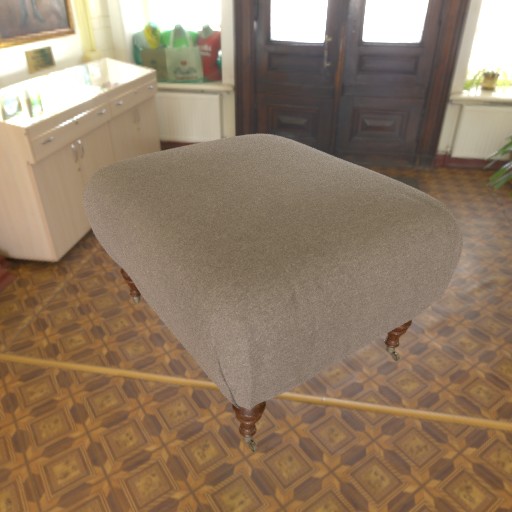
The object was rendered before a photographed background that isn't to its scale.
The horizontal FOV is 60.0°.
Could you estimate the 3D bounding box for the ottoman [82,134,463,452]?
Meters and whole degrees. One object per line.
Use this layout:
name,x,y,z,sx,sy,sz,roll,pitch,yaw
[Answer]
ottoman,0.000,0.000,1.098,0.622,0.450,0.747,-20,37,-30
